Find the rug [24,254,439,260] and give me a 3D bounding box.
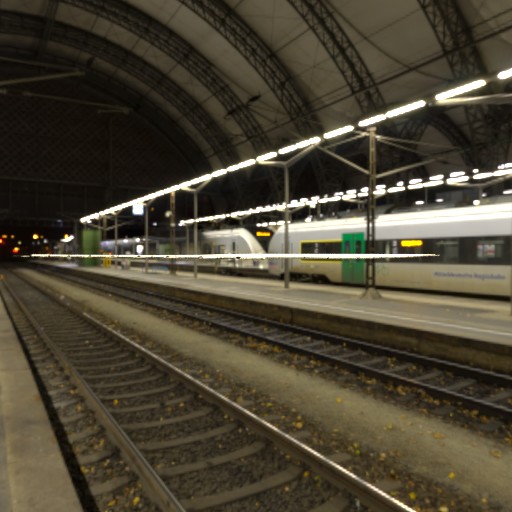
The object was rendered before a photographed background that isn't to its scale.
[{"bbox_3d":[0.000,0.000,4.020,2.342,0.026,3.221,0,0,37],"label":"rug"}]
